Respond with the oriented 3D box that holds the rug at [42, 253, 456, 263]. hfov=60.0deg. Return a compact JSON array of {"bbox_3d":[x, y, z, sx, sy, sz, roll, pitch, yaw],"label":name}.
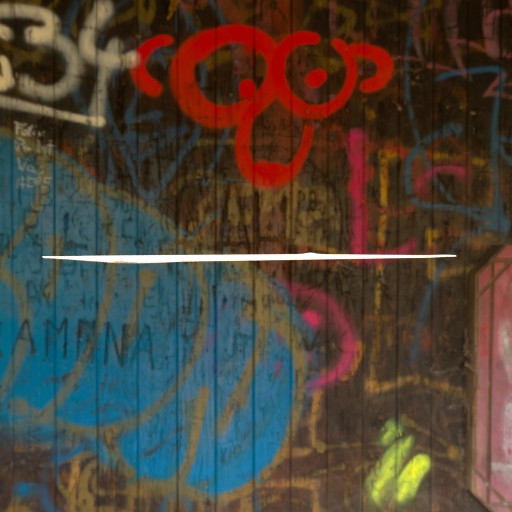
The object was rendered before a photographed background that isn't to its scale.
[{"bbox_3d":[0.000,0.000,2.438,1.947,0.023,1.214,-1,1,-36],"label":"rug"}]
